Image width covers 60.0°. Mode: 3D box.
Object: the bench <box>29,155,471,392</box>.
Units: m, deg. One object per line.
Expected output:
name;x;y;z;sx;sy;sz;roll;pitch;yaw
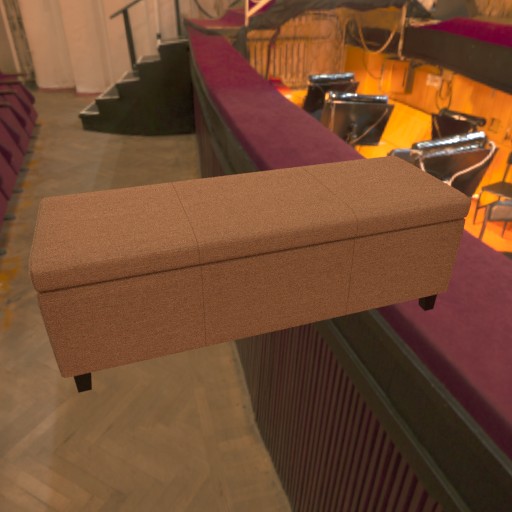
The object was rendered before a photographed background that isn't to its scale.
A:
bench;0.000;0.000;1.456;1.269;0.438;0.446;-10;33;-16
